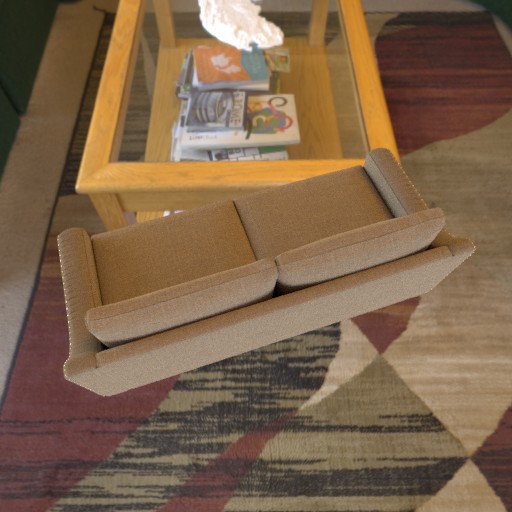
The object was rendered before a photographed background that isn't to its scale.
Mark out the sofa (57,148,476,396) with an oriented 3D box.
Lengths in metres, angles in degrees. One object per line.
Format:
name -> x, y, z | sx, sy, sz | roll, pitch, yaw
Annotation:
sofa -> 0.000, 0.000, 2.702 | 2.208, 0.857, 1.000 | -16, 61, -9
